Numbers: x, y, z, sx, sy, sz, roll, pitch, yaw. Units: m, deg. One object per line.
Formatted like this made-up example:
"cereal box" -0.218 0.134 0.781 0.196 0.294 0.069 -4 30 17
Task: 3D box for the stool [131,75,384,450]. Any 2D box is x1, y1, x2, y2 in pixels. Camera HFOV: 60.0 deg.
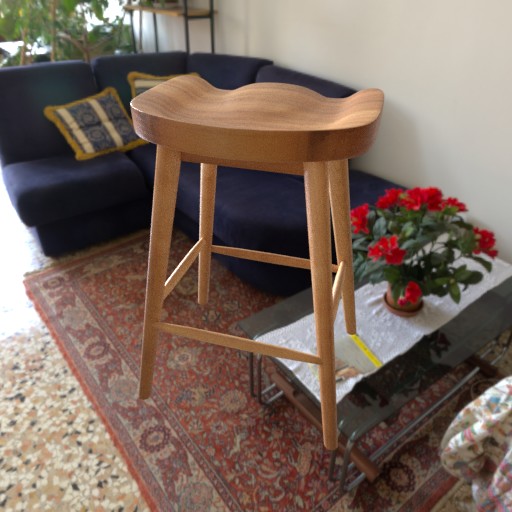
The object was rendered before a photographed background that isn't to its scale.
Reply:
"stool" 0.000 0.000 0.894 0.440 0.615 0.361 10 35 14
